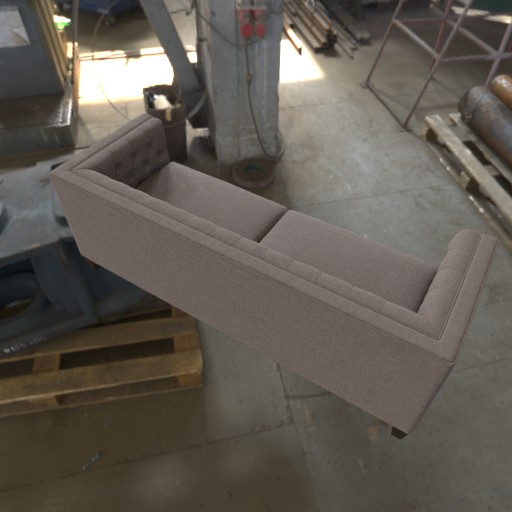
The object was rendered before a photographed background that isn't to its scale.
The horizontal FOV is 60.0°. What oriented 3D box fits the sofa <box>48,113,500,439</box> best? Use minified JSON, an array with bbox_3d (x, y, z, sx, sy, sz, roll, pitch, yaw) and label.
[{"bbox_3d":[0.000,0.000,2.465,2.159,0.762,0.775,25,51,21],"label":"sofa"}]
